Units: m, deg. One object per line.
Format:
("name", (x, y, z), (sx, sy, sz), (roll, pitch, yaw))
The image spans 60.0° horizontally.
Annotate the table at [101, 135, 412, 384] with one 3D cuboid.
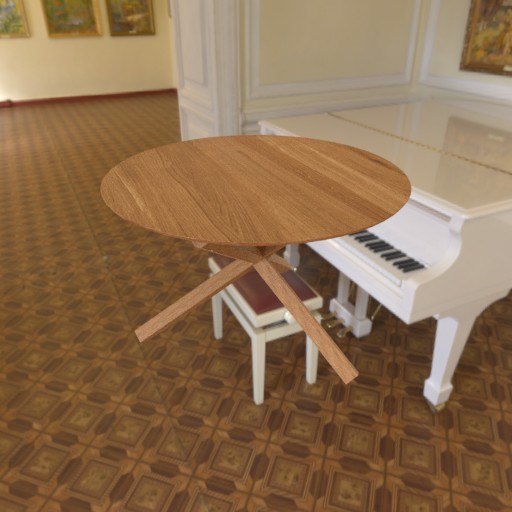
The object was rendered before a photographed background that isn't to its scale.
("table", (0.000, 0.000, 1.710), (1.038, 0.666, 1.038), (0, 30, 0))
